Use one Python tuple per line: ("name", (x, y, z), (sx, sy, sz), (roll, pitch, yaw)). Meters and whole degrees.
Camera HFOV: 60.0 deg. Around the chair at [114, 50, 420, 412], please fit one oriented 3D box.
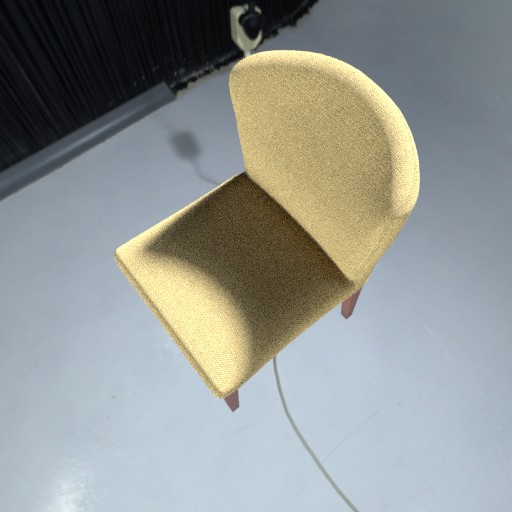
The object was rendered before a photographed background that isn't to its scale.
("chair", (0.000, 0.000, 1.158), (0.589, 0.839, 0.491), (-36, 69, -16))
